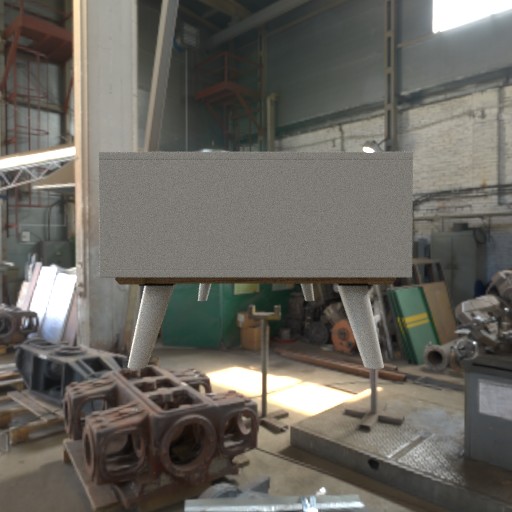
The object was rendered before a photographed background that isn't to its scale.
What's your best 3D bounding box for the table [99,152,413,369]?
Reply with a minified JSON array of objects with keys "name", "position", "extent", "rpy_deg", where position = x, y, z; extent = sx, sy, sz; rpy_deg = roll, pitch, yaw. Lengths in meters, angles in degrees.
[{"name":"table","position":[0.000,0.000,1.459],"extent":[0.609,0.432,1.194],"rpy_deg":[0,1,0]}]
